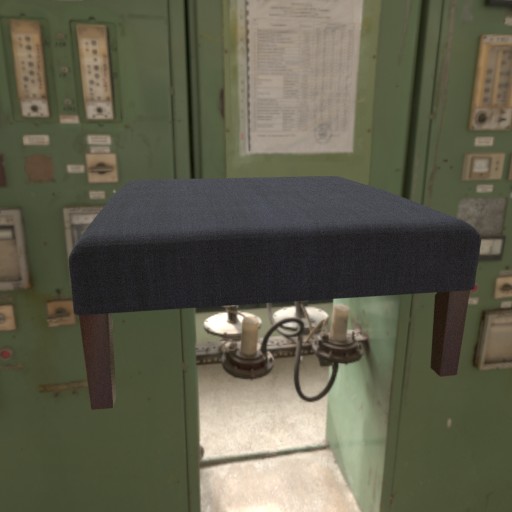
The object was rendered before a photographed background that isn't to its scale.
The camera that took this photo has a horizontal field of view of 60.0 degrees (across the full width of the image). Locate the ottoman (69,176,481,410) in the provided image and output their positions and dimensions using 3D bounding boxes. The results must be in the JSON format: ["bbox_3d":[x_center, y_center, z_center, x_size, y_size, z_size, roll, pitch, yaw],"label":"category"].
[{"bbox_3d":[0.000,0.000,1.381,0.889,0.411,0.890,-3,17,-9],"label":"ottoman"}]
